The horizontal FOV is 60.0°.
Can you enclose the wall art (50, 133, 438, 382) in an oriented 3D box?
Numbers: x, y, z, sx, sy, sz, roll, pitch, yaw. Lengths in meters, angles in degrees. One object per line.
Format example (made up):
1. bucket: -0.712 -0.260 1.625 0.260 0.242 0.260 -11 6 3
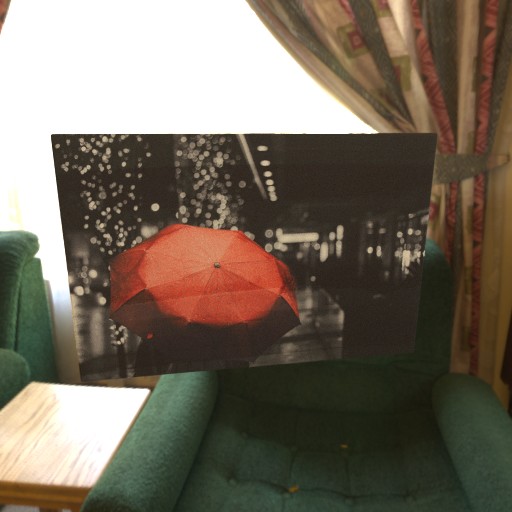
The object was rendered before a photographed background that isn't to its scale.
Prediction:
1. wall art: 0.000 0.000 0.761 0.609 0.406 0.037 -3 16 -9
